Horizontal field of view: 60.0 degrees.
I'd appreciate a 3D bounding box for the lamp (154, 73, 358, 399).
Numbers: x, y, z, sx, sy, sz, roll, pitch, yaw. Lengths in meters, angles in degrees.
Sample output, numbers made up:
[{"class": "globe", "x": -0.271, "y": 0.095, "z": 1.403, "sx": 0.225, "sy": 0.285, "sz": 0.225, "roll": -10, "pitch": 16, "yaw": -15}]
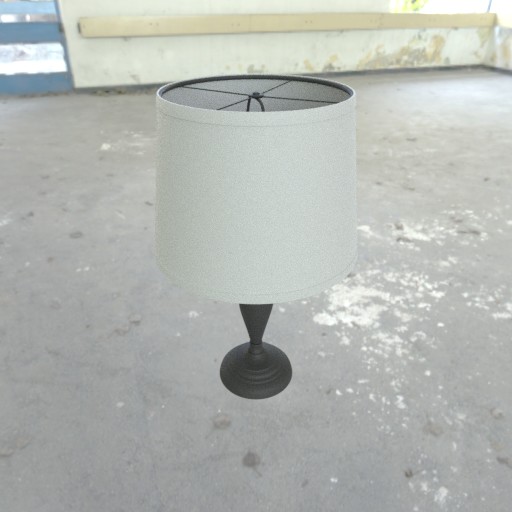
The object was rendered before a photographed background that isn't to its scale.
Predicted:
[{"class": "lamp", "x": 0.000, "y": 0.000, "z": 0.700, "sx": 0.310, "sy": 0.501, "sz": 0.310, "roll": 0, "pitch": 31, "yaw": 0}]
